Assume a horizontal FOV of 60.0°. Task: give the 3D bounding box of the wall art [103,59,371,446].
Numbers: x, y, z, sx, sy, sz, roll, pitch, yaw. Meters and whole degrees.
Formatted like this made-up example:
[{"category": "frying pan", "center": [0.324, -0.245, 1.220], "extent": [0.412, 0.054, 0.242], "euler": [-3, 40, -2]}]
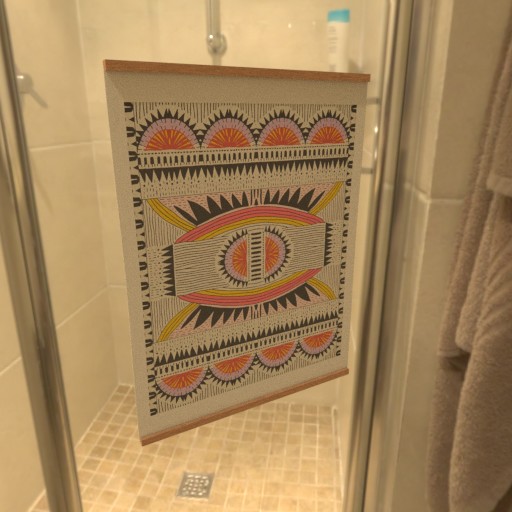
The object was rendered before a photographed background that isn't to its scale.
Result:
[{"category": "wall art", "center": [0.000, 0.000, 1.297], "extent": [0.765, 1.016, 0.028], "euler": [-10, 20, -28]}]
